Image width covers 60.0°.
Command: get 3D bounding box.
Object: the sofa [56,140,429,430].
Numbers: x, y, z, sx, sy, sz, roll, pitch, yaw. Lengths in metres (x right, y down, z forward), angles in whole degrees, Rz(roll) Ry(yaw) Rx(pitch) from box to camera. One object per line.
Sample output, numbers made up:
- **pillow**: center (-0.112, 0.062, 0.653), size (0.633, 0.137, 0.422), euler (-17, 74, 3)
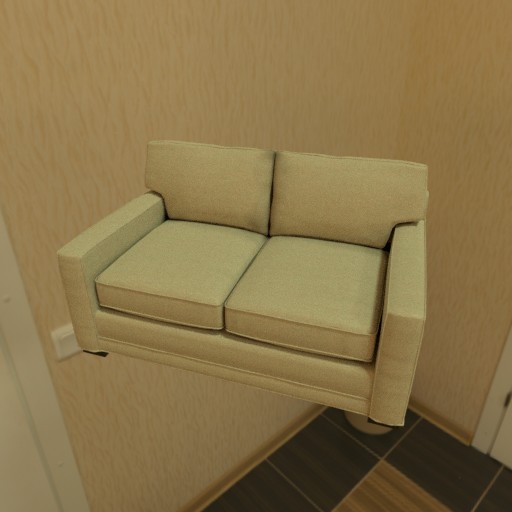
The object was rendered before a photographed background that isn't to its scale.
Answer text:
- **sofa**: center (0.000, 0.000, 2.089), size (1.484, 0.853, 0.942), euler (9, 30, 16)
